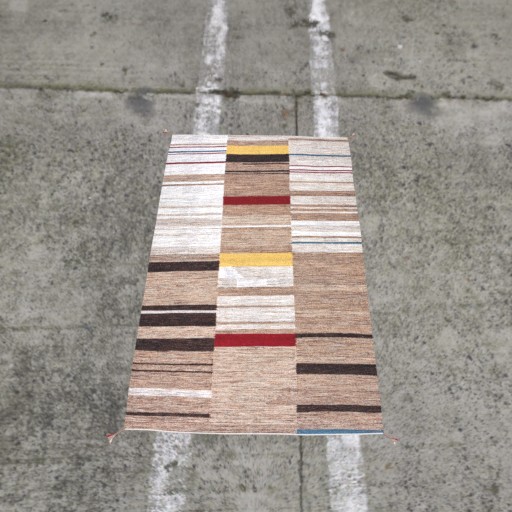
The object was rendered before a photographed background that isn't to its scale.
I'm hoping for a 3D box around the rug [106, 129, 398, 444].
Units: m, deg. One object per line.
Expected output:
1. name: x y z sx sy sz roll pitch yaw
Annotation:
1. rug: 0.000 0.000 2.400 1.268 0.007 1.918 1 59 1
